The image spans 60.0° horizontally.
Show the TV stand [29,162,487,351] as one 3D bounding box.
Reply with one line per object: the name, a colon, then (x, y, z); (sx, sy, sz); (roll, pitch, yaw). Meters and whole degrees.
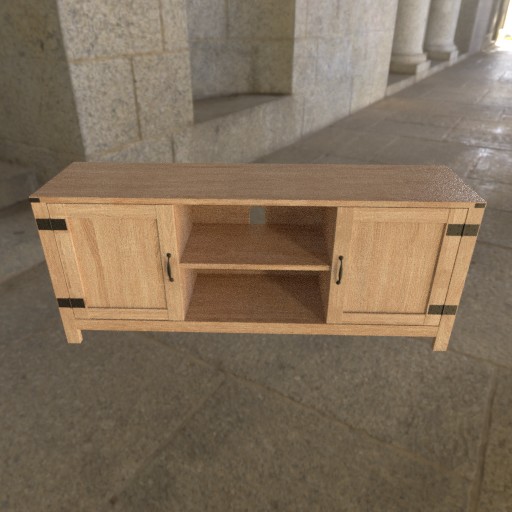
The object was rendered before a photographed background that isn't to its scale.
TV stand: (0.000, 0.000, 1.716); (1.466, 0.610, 0.398); (1, 29, 2)
